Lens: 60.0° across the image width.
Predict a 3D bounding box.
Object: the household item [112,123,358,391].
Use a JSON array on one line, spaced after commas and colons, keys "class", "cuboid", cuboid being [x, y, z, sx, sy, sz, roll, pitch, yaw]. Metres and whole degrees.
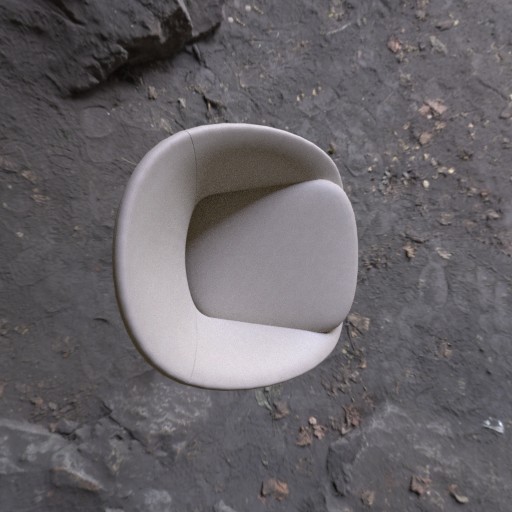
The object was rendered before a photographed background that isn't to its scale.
[{"class": "household item", "cuboid": [0.000, 0.000, 1.262, 0.573, 0.852, 0.623, 0, 91, -1]}]
